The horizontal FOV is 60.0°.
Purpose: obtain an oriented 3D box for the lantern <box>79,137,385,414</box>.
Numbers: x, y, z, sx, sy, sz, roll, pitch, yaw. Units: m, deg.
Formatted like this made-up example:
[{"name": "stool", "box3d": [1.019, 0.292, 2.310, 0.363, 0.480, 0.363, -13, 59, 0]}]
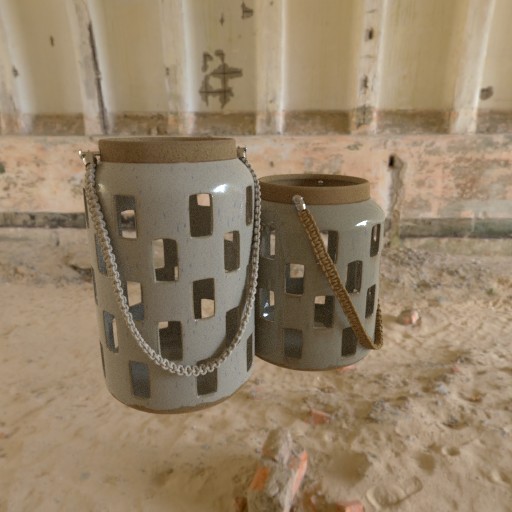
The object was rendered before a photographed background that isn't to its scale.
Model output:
[{"name": "lantern", "box3d": [0.000, 0.000, 0.495, 0.347, 0.255, 0.184, -8, 19, -26]}]
